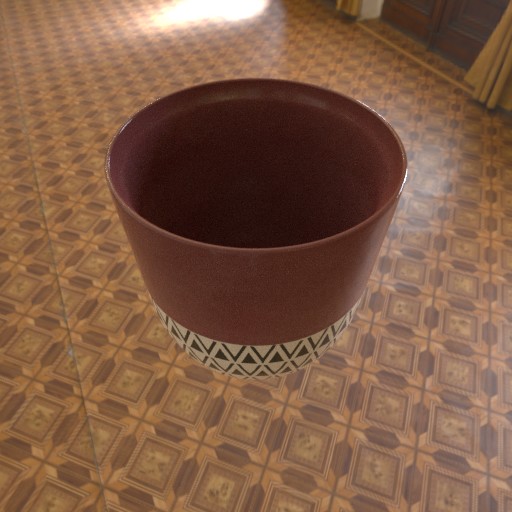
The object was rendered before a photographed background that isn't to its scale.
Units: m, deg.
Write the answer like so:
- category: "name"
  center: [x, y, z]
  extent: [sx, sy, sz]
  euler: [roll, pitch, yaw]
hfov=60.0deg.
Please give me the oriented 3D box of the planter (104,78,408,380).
- category: "planter"
  center: [0.000, 0.000, 0.369]
  extent: [0.195, 0.214, 0.195]
  euler: [0, 47, 0]
